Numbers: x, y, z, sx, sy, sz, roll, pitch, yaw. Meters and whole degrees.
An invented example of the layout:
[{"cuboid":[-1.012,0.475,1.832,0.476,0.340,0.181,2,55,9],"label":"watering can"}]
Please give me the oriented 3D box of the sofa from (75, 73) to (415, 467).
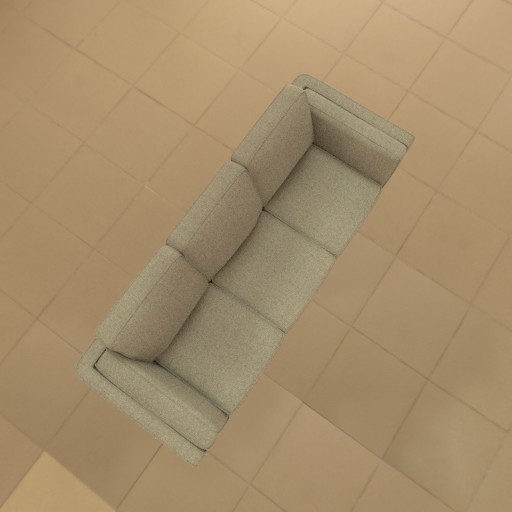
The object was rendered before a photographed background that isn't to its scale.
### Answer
[{"cuboid":[0.000,0.000,2.844,0.903,0.899,2.362,34,78,8],"label":"sofa"}]
